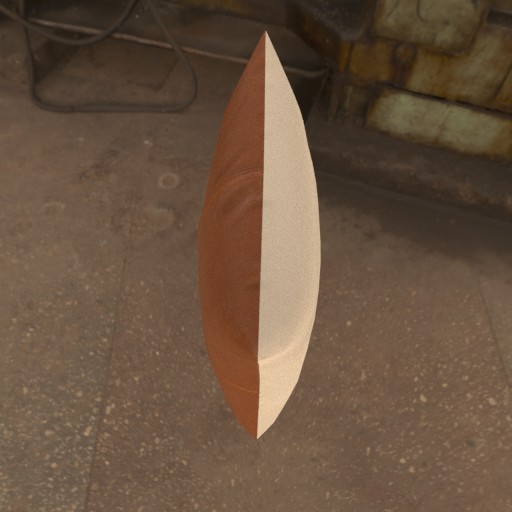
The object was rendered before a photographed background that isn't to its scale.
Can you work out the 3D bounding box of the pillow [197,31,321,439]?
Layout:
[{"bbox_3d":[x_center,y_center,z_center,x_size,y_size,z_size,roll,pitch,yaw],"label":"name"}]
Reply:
[{"bbox_3d":[0.000,0.000,0.732,0.192,0.477,0.501,1,59,1],"label":"pillow"}]
